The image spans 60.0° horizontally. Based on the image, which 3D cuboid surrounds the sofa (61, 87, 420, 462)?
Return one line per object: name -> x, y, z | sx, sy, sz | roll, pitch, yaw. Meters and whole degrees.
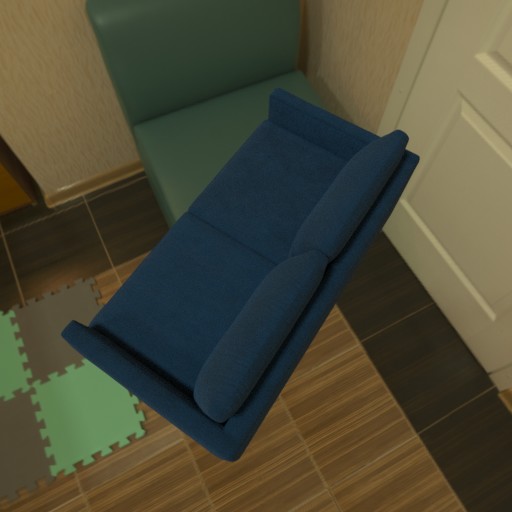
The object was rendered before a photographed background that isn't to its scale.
sofa -> 0.000, 0.000, 2.181 | 0.875, 0.817, 1.676 | 31, 68, 14
